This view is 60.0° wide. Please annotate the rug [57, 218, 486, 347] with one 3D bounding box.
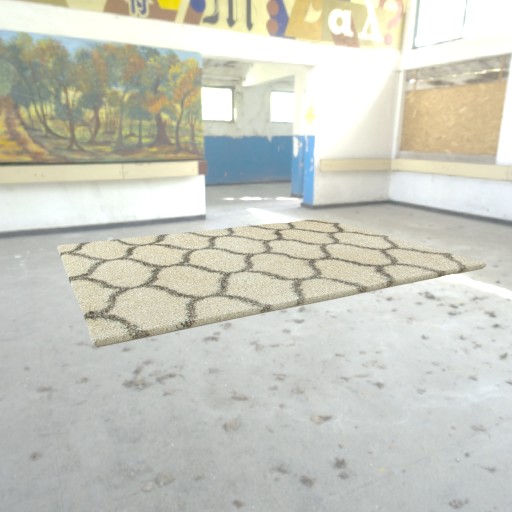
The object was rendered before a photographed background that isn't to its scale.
[{"bbox_3d":[0.000,0.000,2.041,1.600,0.025,1.200,-8,17,-27],"label":"rug"}]
